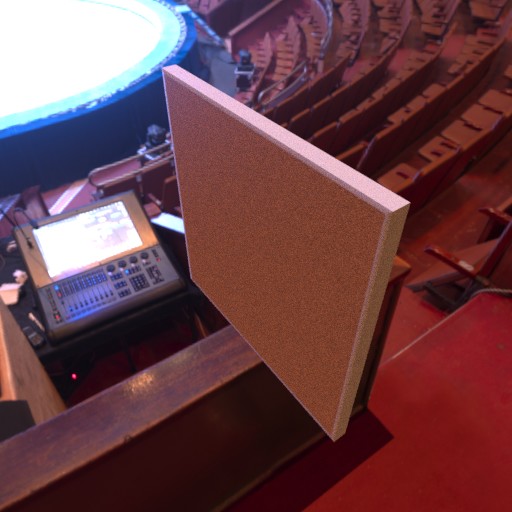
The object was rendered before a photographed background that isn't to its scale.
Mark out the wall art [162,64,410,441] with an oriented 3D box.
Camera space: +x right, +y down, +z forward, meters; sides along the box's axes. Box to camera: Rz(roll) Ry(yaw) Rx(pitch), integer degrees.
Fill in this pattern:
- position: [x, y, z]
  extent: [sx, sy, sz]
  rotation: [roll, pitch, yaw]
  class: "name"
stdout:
- position: [0.000, 0.000, 1.174]
  extent: [0.041, 0.765, 0.768]
  rotation: [-26, 48, -26]
  class: "wall art"
